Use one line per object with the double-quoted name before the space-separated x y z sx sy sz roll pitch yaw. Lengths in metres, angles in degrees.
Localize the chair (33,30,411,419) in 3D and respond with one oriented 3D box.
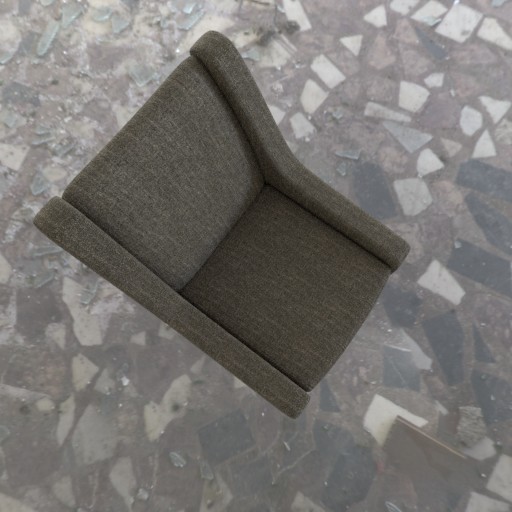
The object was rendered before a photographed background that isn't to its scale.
"chair" 0.000 0.000 1.663 0.944 1.012 0.793 35 77 9
